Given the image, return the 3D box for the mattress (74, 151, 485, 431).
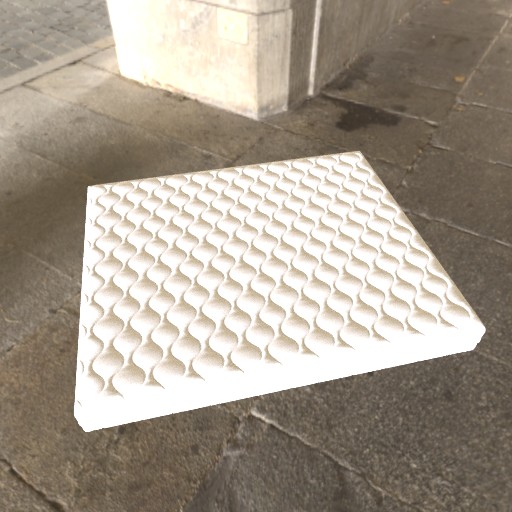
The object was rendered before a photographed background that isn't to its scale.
[{"bbox_3d":[0.000,0.000,2.554,1.900,0.200,1.600,-9,46,-9],"label":"mattress"}]
